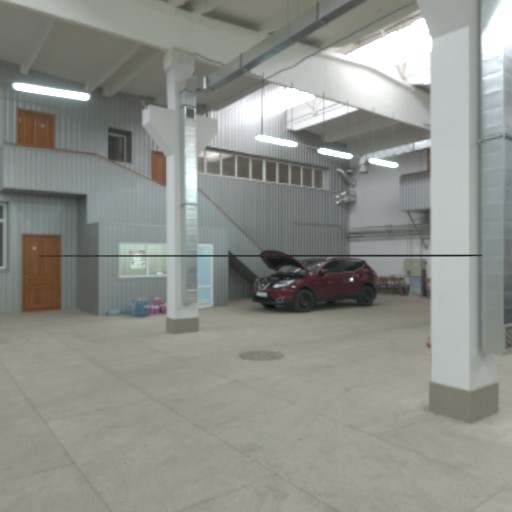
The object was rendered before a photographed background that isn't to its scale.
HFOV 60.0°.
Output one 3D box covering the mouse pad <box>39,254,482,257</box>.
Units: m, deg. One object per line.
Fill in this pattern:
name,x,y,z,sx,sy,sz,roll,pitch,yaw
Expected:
mouse pad,0.000,0.000,1.047,0.907,0.003,0.424,0,0,18
